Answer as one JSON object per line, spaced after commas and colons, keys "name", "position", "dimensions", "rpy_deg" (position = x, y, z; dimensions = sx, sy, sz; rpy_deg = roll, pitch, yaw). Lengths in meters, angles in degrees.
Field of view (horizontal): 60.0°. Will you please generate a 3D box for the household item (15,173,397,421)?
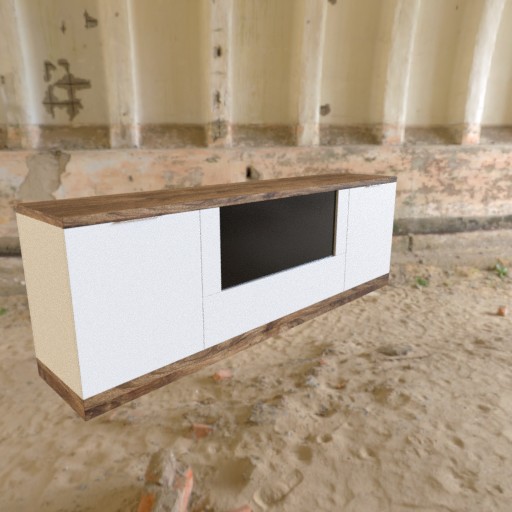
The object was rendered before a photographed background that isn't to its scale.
{"name": "household item", "position": [0.000, 0.000, 1.982], "dimensions": [0.390, 0.615, 1.800], "rpy_deg": [15, 21, 43]}
